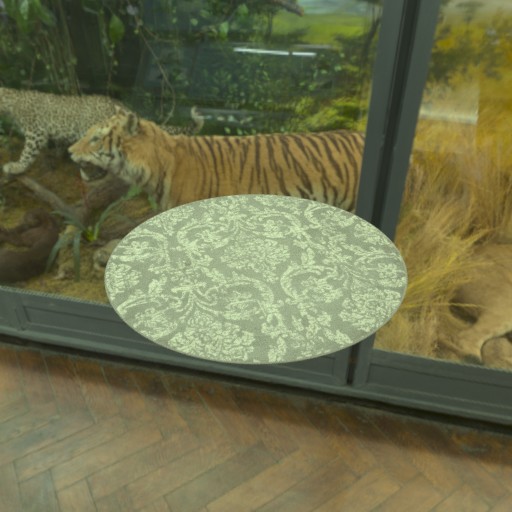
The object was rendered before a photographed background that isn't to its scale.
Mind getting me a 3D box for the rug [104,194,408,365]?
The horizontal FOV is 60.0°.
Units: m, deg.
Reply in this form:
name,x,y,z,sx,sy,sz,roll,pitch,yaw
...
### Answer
name,x,y,z,sx,sy,sz,roll,pitch,yaw
rug,0.000,0.000,2.423,1.593,0.012,1.593,0,33,0
